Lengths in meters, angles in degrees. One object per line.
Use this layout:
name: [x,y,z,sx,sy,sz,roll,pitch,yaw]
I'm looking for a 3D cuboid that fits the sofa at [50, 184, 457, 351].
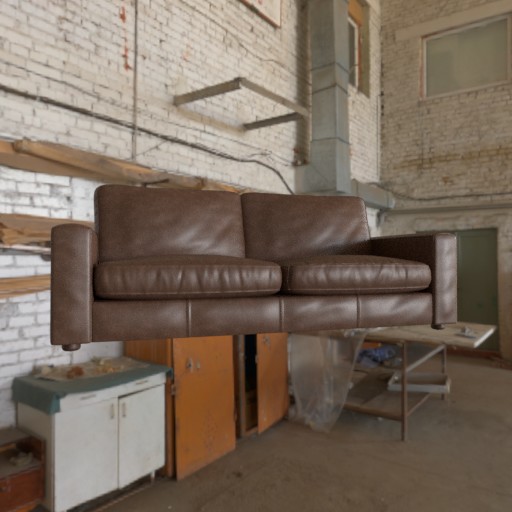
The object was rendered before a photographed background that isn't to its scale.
sofa: [0.000,0.000,2.698,2.179,0.873,1.016,0,-1,-18]
